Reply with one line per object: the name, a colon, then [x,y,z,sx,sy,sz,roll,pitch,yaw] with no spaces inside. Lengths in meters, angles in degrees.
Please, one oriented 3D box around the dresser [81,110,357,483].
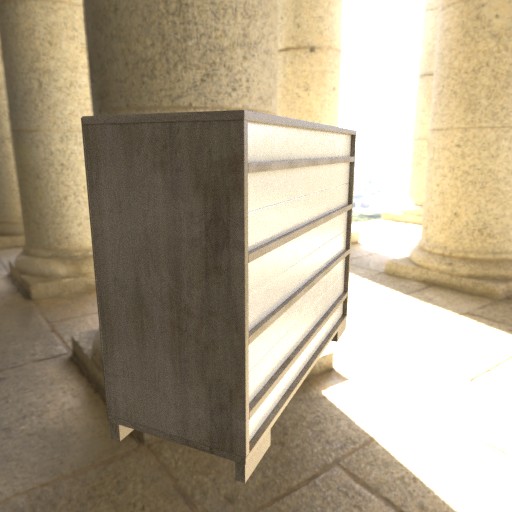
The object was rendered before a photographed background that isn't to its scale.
dresser: [0.000,0.000,1.438,0.404,0.816,0.994,6,15,24]
